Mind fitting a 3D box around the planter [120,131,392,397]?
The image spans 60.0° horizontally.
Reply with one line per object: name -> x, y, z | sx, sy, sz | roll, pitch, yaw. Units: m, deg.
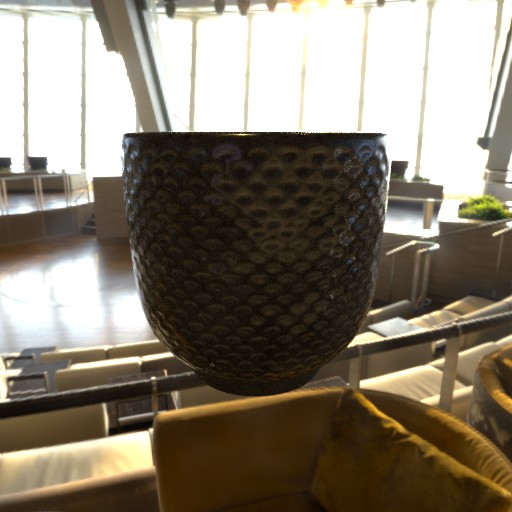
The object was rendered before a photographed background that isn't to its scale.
planter -> 0.000, 0.000, 0.355 | 0.197, 0.191, 0.197 | 0, 15, 0
